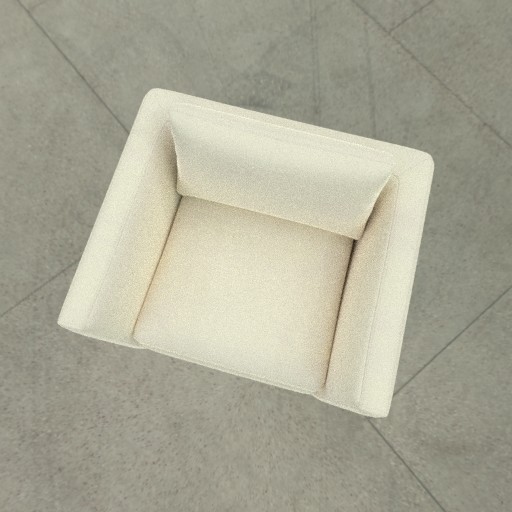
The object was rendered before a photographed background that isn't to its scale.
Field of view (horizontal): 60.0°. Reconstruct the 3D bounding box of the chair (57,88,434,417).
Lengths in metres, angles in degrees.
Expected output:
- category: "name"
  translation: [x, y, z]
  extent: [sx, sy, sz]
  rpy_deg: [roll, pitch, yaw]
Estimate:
- category: "chair"
  translation: [0.000, 0.000, 1.665]
  extent: [1.041, 0.865, 0.889]
  rpy_deg: [15, 75, 4]
